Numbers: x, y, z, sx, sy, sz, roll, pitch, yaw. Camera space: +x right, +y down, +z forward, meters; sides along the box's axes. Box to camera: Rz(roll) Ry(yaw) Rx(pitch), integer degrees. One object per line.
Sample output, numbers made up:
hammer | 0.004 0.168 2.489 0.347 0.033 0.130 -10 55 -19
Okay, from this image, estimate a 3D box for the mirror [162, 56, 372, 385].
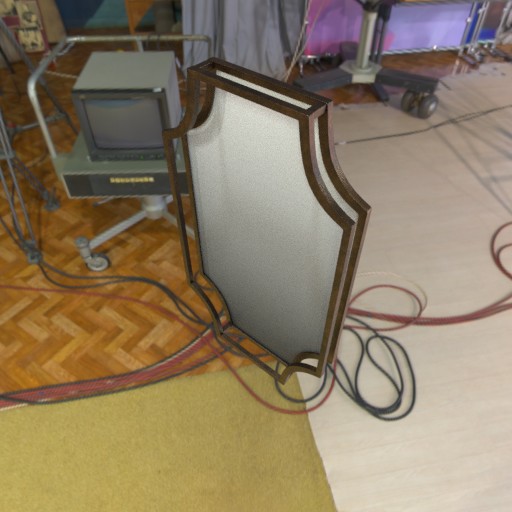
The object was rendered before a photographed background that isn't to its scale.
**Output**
mirror | 0.000 0.000 1.014 0.462 0.811 0.066 31 53 27
